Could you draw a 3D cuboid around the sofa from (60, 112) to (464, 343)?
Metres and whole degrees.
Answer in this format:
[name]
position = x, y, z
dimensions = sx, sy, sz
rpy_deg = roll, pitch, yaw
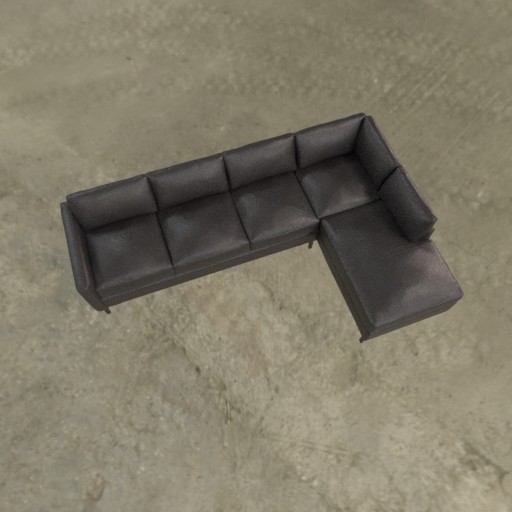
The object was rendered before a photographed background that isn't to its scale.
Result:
[sofa]
position = 0.000, 0.000, 3.875
dimensions = 2.984, 0.877, 1.938
rpy_deg = -18, 64, -9
